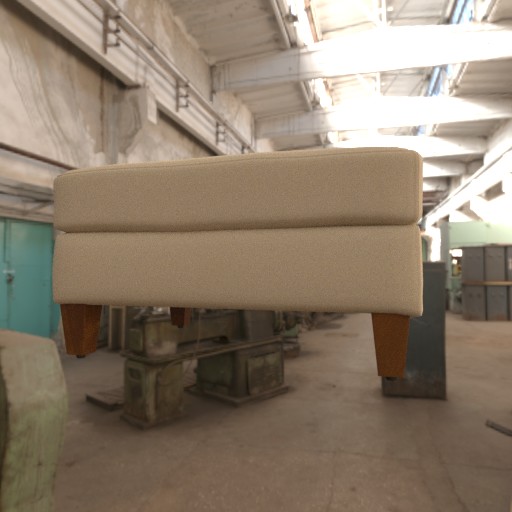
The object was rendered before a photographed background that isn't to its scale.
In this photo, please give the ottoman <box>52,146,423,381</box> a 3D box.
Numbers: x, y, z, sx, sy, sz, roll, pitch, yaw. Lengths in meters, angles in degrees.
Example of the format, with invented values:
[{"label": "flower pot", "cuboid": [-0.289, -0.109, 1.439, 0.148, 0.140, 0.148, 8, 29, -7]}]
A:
[{"label": "ottoman", "cuboid": [0.000, 0.000, 1.195, 0.818, 0.485, 0.634, 0, -1, 17]}]
